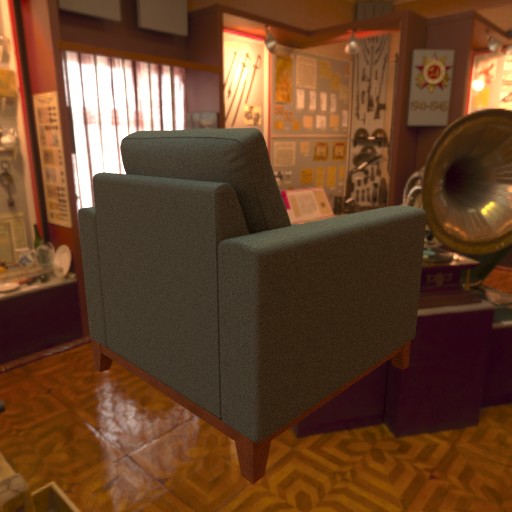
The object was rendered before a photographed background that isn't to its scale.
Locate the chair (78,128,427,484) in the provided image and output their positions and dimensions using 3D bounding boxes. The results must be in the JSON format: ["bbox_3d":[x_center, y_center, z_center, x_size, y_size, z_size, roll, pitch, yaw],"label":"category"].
[{"bbox_3d":[0.000,0.000,1.855,1.024,1.010,1.038,13,20,43],"label":"chair"}]
